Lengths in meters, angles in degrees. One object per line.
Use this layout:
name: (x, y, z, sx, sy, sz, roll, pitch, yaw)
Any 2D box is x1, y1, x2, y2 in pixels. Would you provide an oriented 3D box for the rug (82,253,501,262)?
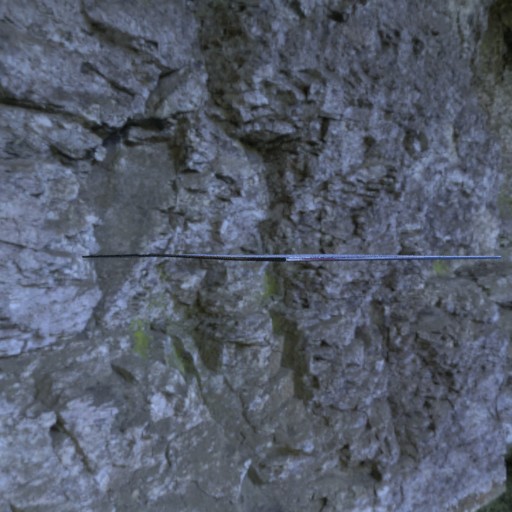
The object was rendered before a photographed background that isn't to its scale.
rug: (0.000, 0.000, 2.168, 1.159, 0.025, 1.793, 0, 0, -37)
